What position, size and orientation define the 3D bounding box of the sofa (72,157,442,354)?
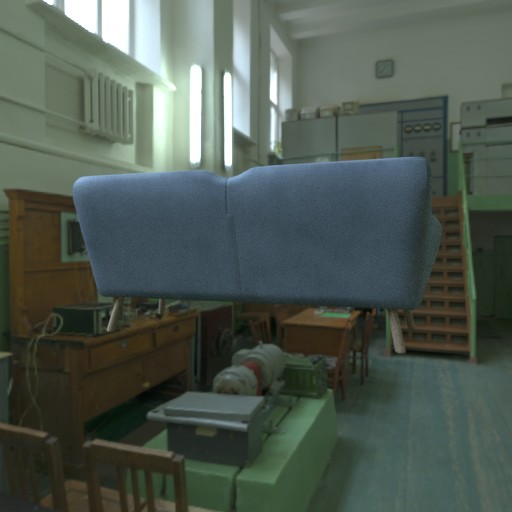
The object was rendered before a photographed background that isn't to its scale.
[{"bbox_3d":[0.000,0.000,2.354,1.870,0.810,0.850,0,2,19],"label":"sofa"}]
